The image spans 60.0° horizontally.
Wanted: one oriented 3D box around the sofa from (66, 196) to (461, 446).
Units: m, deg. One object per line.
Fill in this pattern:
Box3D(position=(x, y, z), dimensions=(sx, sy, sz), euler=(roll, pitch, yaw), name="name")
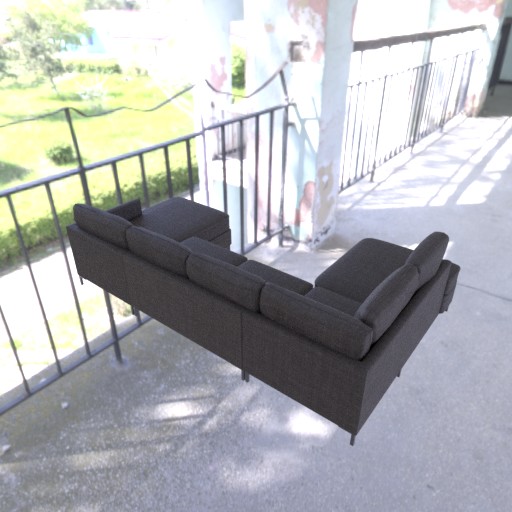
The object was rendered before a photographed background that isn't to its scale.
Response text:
Box3D(position=(0.000, 0.000, 4.462), dimensions=(3.423, 0.999, 2.048), euler=(22, 37, 32), name="sofa")
